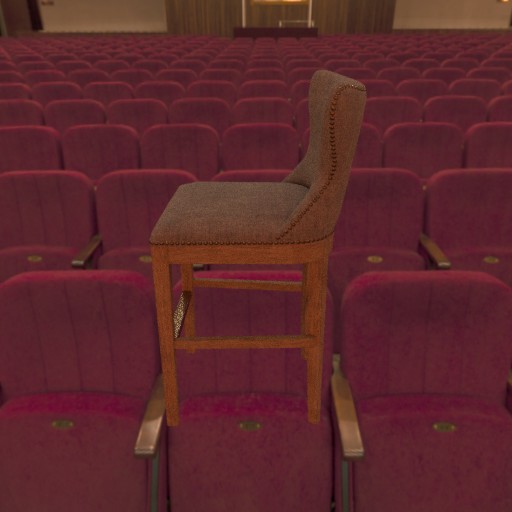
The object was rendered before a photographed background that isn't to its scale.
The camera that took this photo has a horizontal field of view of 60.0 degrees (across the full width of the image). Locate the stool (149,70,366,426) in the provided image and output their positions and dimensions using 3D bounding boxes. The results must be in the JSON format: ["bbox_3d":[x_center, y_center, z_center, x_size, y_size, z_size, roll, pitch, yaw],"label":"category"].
[{"bbox_3d":[0.000,0.000,1.478,0.606,1.123,0.494,1,26,1],"label":"stool"}]
